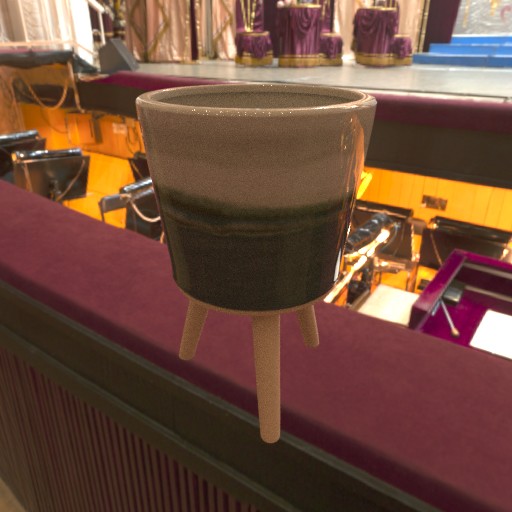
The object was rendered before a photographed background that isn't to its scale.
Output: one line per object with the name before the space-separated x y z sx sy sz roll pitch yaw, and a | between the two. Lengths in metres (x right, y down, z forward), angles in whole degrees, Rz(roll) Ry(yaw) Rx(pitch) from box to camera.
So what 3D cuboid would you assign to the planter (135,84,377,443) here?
planter | 0.000 0.000 0.479 0.217 0.331 0.217 16 30 30
